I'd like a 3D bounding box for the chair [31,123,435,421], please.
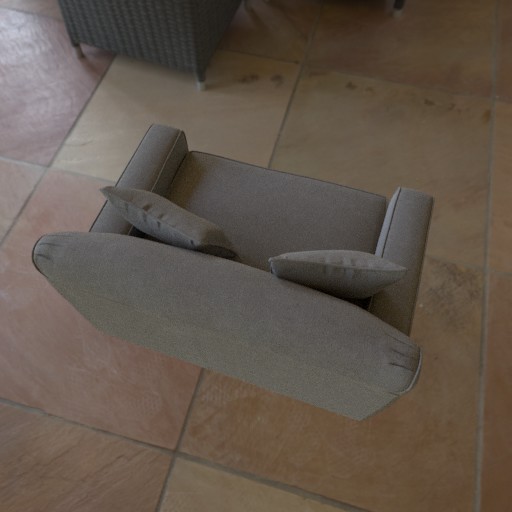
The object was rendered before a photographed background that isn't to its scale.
[{"bbox_3d":[0.000,0.000,2.006,1.395,0.953,0.992,17,64,8],"label":"chair"}]
